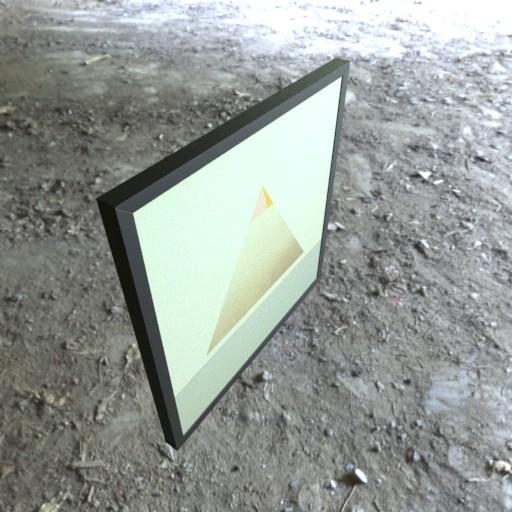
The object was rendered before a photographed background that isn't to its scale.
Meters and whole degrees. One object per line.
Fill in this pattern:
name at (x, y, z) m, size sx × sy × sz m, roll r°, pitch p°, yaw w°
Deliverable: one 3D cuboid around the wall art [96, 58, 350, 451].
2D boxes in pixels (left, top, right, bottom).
wall art at (0.000, 0.000, 0.757) m, size 0.028 × 0.511 × 0.513 m, roll 25°, pitch 47°, yaw 25°
